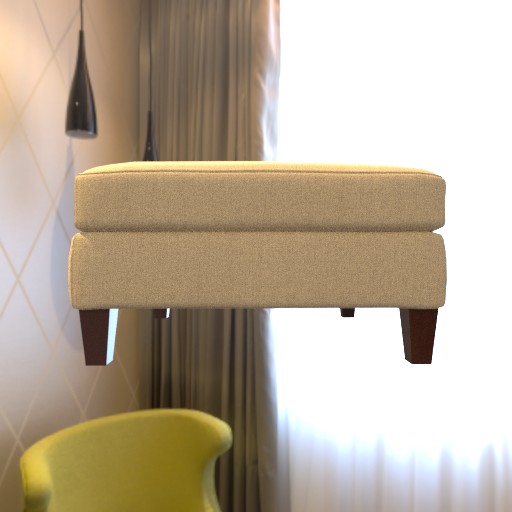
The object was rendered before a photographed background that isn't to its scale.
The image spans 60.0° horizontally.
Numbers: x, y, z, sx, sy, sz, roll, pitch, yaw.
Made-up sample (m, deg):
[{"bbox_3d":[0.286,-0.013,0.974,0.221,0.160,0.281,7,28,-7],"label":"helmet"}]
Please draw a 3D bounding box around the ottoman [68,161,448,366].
[{"bbox_3d":[0.000,0.000,1.359,0.838,0.478,0.838,0,0,-1],"label":"ottoman"}]
